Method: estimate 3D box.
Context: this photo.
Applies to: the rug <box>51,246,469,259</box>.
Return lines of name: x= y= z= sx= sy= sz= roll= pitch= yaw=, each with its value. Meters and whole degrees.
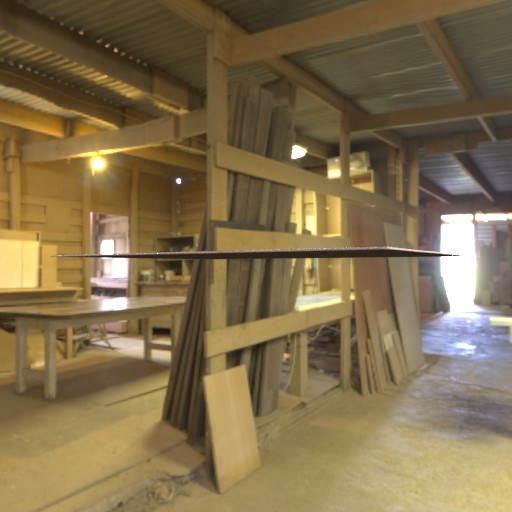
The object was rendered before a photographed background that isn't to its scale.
rug: x=0.000 y=0.000 z=2.316 sx=1.829 sy=0.009 sz=1.219 roll=-1 pitch=-2 yaw=36
